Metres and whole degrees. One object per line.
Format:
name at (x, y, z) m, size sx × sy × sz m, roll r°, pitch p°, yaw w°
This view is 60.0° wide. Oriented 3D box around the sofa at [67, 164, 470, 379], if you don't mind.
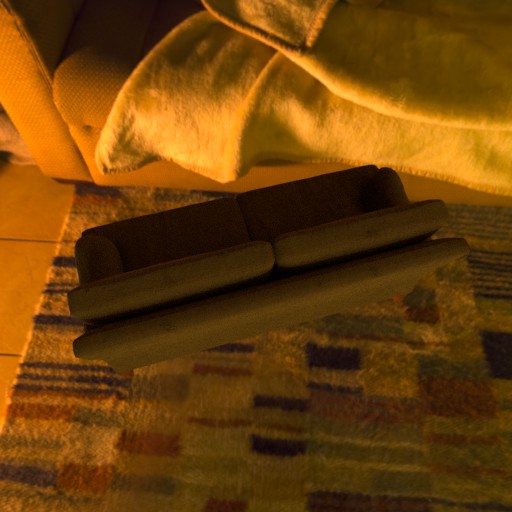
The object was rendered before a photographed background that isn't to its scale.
sofa at (0.000, 0.000, 2.849) m, size 2.165 × 1.087 × 1.086 m, roll -14°, pitch 60°, yaw -8°
